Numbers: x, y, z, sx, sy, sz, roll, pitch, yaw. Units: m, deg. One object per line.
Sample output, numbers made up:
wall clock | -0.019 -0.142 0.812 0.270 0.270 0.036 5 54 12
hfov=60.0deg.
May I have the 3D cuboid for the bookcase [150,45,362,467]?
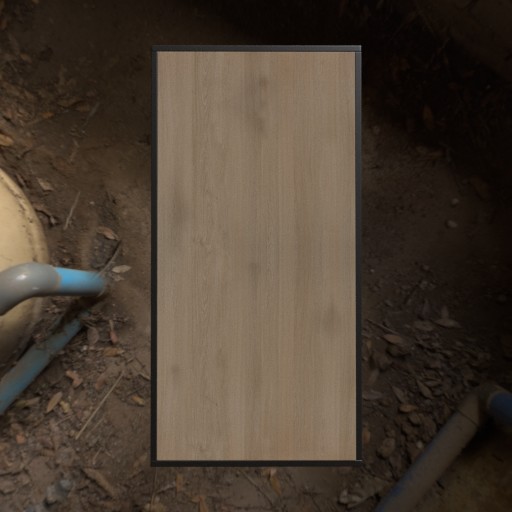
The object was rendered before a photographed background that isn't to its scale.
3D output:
bookcase | 0.000 0.000 1.249 0.500 0.400 1.000 0 89 0
